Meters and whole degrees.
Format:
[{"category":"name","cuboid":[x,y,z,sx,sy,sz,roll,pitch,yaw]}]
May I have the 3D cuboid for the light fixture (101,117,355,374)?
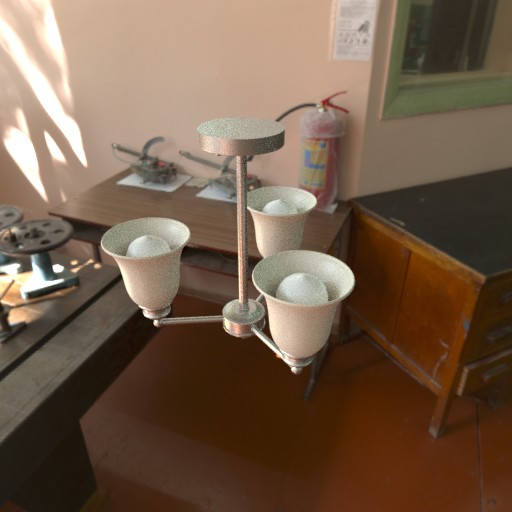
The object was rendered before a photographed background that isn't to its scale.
[{"category":"light fixture","cuboid":[0.000,0.000,0.671,0.388,0.370,0.354,-19,35,-29]}]
